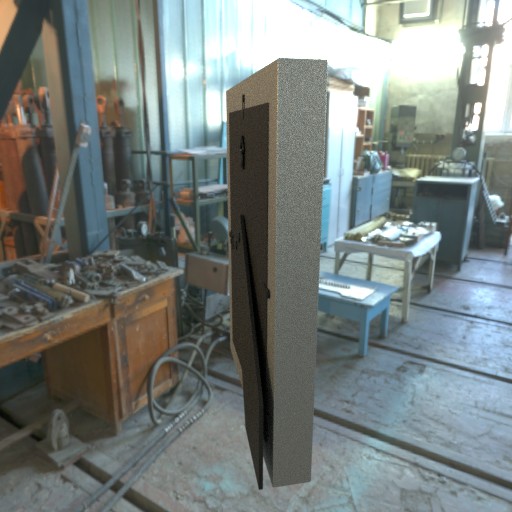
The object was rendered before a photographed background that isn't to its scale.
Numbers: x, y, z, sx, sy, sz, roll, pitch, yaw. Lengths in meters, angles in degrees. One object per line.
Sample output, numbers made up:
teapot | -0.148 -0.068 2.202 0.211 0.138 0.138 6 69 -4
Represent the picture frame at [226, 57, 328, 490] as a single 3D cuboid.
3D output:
picture frame | 0.000 0.000 0.279 0.028 0.208 0.157 -3 16 -11
